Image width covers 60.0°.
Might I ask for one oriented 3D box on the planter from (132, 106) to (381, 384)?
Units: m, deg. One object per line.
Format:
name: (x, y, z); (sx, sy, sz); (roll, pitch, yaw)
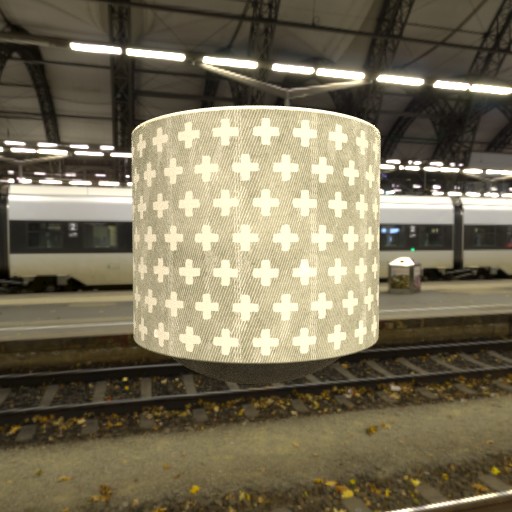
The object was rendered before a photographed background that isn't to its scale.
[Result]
planter: (0.000, 0.000, 0.467); (0.250, 0.239, 0.250); (0, 2, 0)
